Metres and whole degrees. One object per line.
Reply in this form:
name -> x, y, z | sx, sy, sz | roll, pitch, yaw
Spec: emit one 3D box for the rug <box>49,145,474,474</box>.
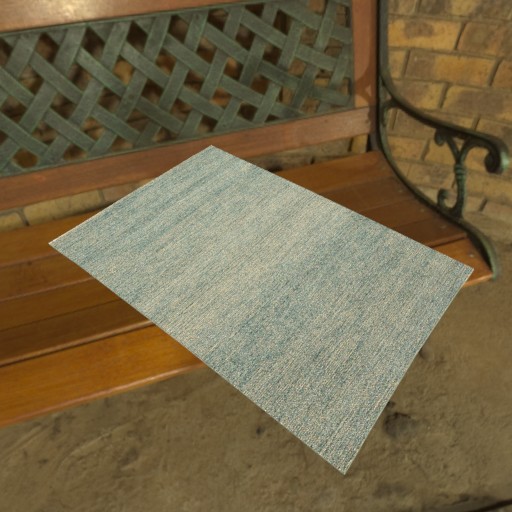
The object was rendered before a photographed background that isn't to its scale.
rug -> 0.000, 0.000, 5.102 | 4.078, 0.052, 2.802 | 30, 53, 26
